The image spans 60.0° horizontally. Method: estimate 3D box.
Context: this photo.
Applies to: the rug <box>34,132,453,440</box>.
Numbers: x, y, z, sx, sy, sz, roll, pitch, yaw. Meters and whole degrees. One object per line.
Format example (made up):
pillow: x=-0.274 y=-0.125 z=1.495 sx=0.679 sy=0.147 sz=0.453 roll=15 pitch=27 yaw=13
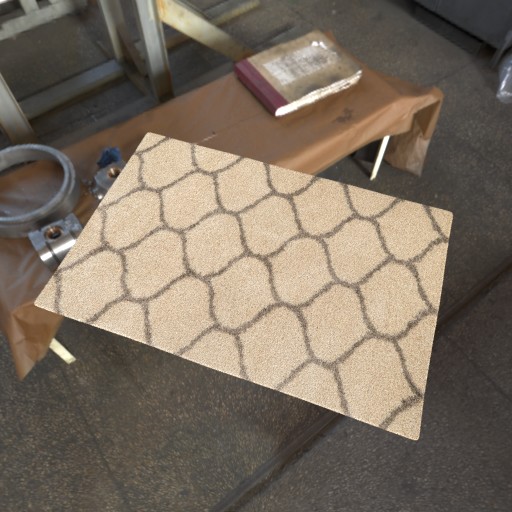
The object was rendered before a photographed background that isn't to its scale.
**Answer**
rug: x=0.000 y=0.000 z=3.330 sx=2.701 sy=0.026 sz=1.801 roll=17 pitch=61 yaw=10
